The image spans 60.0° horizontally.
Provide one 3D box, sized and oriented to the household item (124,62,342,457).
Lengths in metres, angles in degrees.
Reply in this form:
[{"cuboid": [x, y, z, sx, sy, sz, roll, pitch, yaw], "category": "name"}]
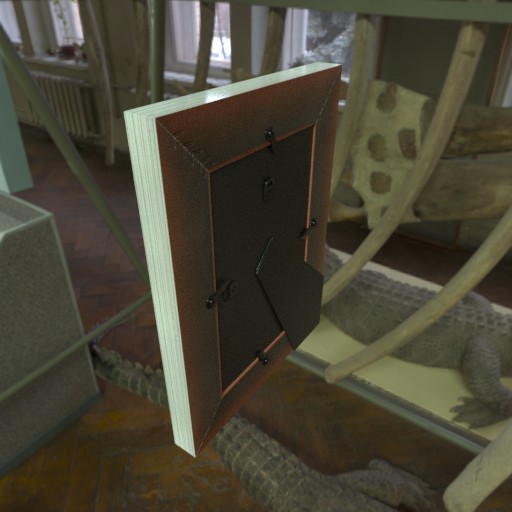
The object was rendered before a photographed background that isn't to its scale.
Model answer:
[{"cuboid": [0.000, 0.000, 0.291, 0.025, 0.216, 0.165, 20, 37, 30], "category": "household item"}]
